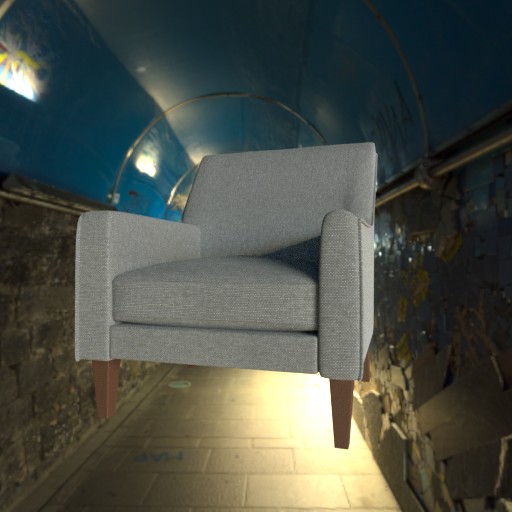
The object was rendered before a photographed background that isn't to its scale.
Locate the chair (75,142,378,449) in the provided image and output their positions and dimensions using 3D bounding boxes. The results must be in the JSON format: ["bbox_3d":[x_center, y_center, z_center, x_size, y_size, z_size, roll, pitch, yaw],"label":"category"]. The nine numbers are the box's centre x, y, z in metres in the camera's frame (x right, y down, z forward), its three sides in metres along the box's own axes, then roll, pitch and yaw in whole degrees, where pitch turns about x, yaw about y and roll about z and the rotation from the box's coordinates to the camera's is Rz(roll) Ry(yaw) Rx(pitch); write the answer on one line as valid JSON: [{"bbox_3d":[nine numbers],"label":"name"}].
[{"bbox_3d":[0.000,0.000,1.527,0.780,0.919,0.899,0,0,17],"label":"chair"}]
